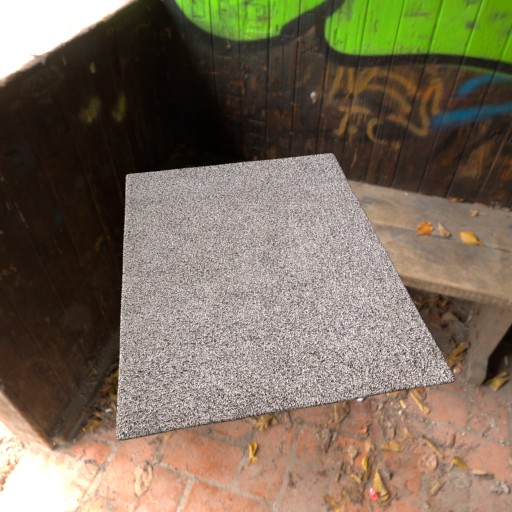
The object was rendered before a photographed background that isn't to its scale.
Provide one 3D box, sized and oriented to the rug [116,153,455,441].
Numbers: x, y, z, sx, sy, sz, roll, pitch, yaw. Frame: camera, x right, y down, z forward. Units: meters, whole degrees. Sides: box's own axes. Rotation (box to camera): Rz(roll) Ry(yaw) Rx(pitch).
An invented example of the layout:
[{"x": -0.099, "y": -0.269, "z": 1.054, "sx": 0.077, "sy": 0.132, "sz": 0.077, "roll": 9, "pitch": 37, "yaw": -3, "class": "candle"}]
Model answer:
[{"x": 0.000, "y": 0.000, "z": 4.135, "sx": 2.438, "sy": 0.029, "sz": 3.047, "roll": -7, "pitch": 46, "yaw": -7, "class": "rug"}]
